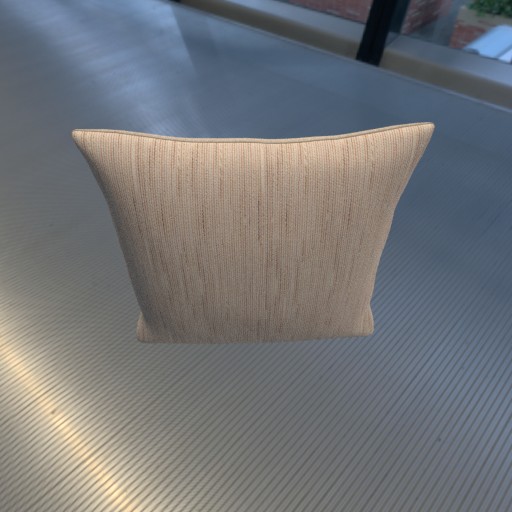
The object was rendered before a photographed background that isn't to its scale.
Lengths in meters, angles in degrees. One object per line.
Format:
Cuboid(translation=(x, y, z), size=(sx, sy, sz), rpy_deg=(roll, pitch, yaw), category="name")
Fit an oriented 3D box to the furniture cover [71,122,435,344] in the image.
Cuboid(translation=(0.000, 0.000, 0.789), size=(0.512, 0.506, 0.178), rpy_deg=(-2, 46, -2), category="furniture cover")
